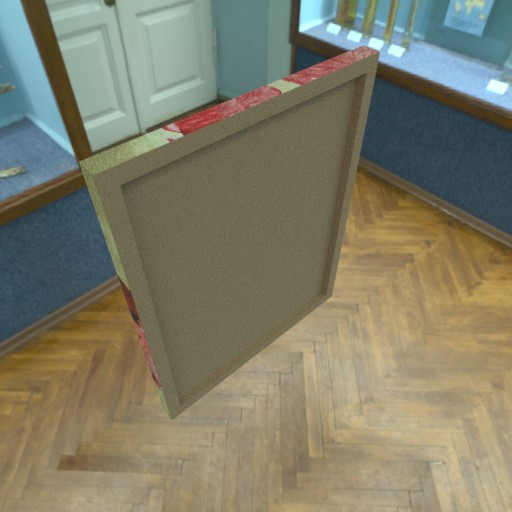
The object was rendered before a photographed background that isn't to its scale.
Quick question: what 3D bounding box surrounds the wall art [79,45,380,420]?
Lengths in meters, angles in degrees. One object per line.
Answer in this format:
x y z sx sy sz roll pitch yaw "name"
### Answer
0.000 0.000 0.672 0.406 0.508 0.028 -33 54 -27 "wall art"
